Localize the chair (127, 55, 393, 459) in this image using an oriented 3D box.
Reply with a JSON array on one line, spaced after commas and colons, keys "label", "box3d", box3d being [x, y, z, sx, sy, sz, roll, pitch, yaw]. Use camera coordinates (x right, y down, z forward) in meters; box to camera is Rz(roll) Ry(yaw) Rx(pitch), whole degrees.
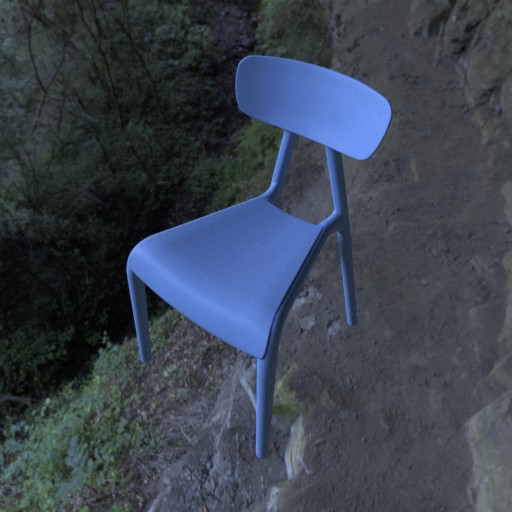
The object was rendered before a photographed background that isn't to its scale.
[{"label": "chair", "box3d": [0.000, 0.000, 0.824, 0.356, 0.580, 0.401, 30, 53, 26]}]
